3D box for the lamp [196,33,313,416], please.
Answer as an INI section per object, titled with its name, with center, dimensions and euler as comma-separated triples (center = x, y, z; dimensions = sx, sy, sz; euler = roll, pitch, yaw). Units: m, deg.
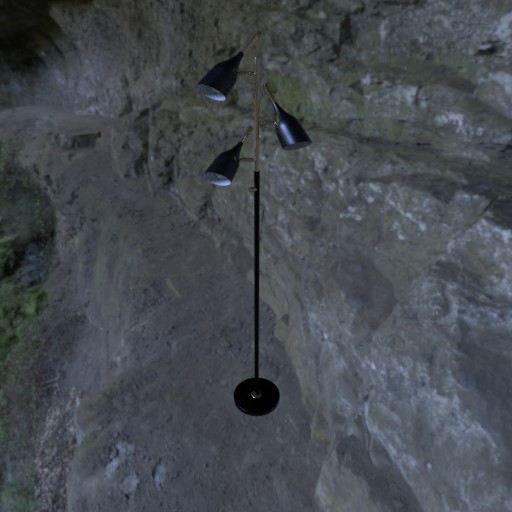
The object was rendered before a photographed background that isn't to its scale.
[lamp]
center = 0.000, 0.000, 1.983
dimensions = 0.434, 1.778, 0.253
euler = 1, 29, 2
